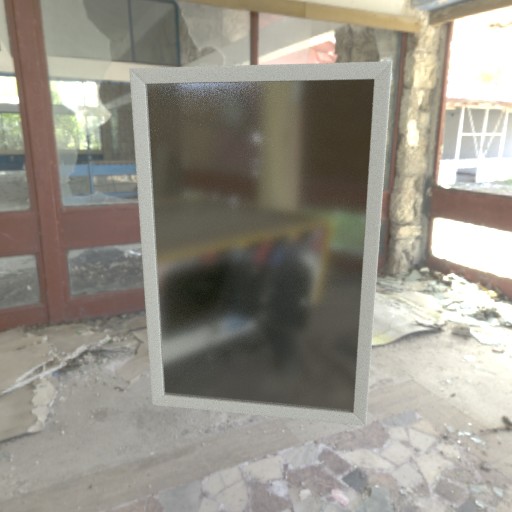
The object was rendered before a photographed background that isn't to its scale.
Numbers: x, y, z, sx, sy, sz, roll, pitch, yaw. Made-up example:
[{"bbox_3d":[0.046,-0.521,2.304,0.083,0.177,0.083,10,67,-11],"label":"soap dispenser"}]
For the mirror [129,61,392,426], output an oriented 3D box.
[{"bbox_3d":[0.000,0.000,1.150,0.609,0.914,0.041,2,15,9],"label":"mirror"}]
